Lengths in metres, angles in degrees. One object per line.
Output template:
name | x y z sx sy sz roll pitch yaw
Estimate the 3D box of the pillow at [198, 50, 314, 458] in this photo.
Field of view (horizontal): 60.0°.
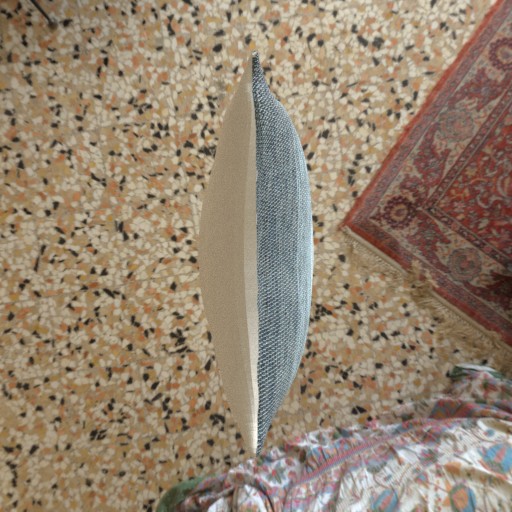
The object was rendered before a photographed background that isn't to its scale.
pillow | 0.000 0.000 0.677 0.182 0.441 0.440 0 91 0
